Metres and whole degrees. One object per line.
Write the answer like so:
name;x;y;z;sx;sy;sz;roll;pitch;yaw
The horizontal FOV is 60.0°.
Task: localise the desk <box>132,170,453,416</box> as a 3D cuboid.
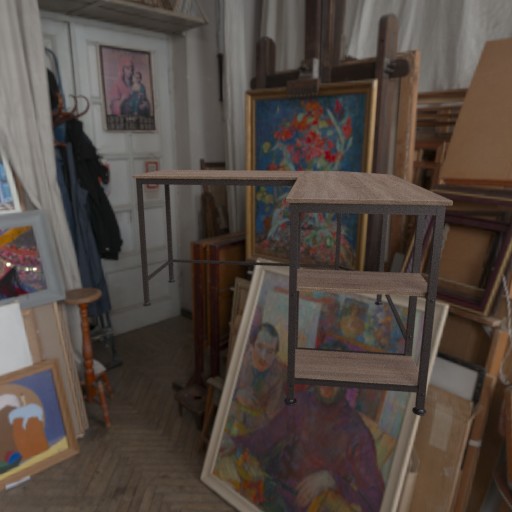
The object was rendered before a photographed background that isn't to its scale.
desk;0.000;0.000;2.174;1.379;0.739;1.379;2;14;7
